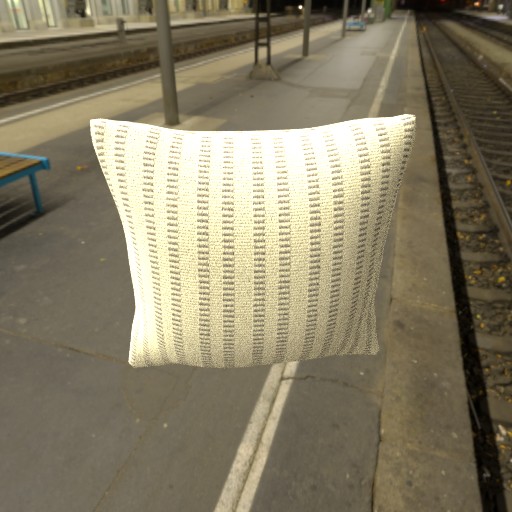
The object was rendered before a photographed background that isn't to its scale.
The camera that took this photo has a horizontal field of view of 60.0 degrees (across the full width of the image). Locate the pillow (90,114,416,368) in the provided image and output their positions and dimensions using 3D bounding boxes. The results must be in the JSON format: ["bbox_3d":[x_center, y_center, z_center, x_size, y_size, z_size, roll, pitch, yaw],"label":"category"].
[{"bbox_3d":[0.000,0.000,0.682,0.438,0.419,0.247,-2,30,-4],"label":"pillow"}]
